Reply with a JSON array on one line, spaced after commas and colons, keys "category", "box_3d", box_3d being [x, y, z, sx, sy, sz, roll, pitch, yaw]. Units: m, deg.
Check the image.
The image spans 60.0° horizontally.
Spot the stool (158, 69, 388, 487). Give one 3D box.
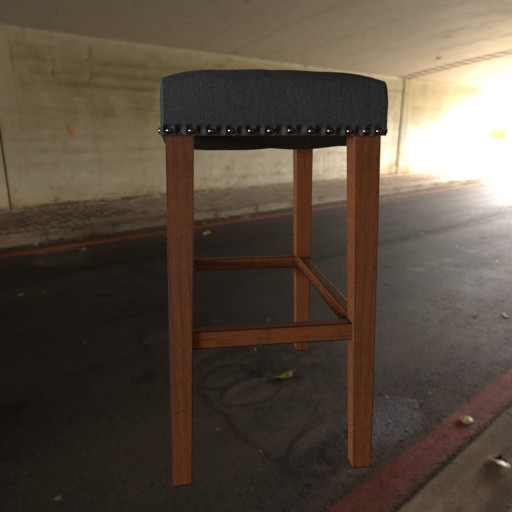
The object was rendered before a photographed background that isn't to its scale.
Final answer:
[{"category": "stool", "box_3d": [0.000, 0.000, 0.834, 0.320, 0.612, 0.439, -2, 15, -7]}]
